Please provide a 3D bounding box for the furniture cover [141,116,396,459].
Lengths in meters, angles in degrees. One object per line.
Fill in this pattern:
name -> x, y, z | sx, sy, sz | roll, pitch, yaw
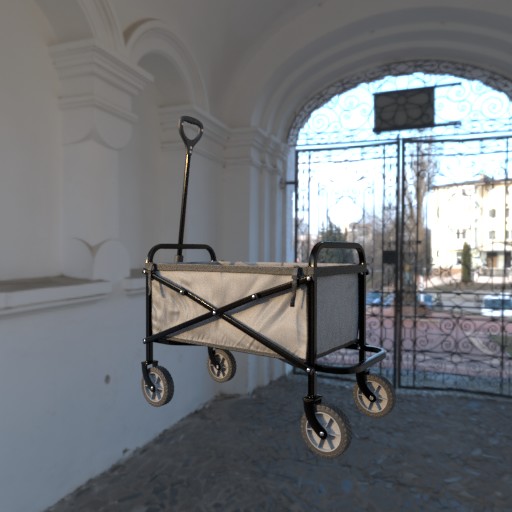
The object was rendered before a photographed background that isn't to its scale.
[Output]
furniture cover -> 0.000, 0.000, 1.867 | 1.038, 1.295, 0.532 | 1, 1, 36
